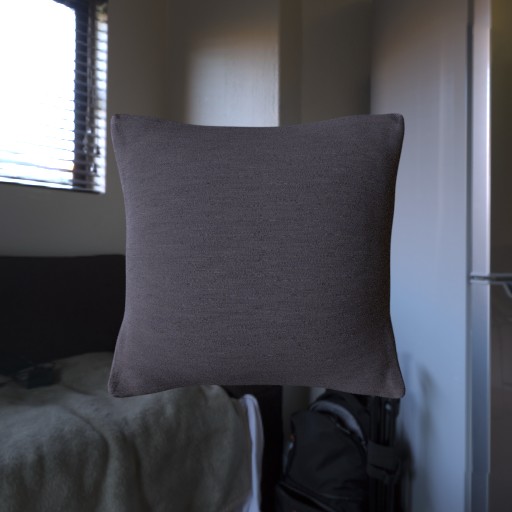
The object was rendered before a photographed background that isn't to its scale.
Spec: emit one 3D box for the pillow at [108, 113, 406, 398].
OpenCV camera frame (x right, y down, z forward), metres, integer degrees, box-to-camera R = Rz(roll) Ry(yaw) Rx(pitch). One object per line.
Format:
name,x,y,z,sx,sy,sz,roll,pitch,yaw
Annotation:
pillow,0.000,0.000,0.650,0.436,0.417,0.148,0,1,1
